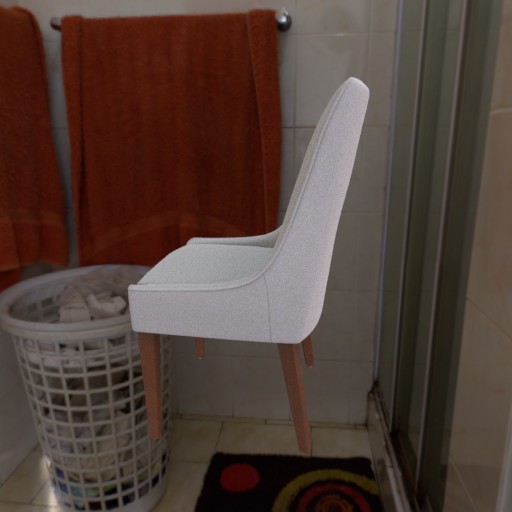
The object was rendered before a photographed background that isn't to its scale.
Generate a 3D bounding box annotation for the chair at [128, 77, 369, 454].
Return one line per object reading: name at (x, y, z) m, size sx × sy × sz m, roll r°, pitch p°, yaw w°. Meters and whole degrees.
chair at (0.000, 0.000, 1.202) m, size 0.544 × 0.861 × 0.529 m, roll 2°, pitch 15°, yaw 8°
